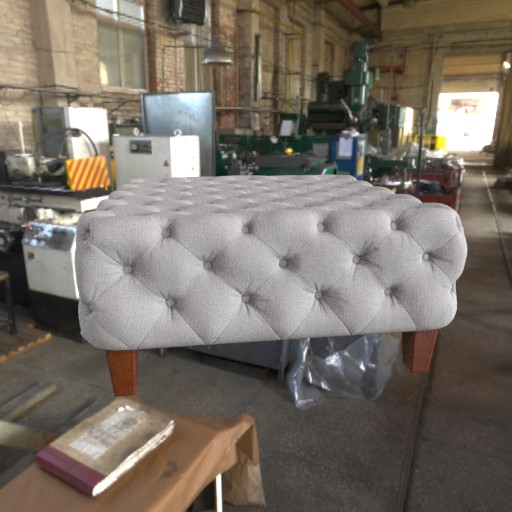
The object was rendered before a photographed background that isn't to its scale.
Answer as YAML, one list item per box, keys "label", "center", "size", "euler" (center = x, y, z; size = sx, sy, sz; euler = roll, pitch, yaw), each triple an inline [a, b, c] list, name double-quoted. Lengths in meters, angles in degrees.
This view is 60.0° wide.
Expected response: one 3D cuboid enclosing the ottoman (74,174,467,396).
- label: "ottoman"
  center: [0.000, 0.000, 1.172]
  size: [0.758, 0.365, 0.764]
  euler: [-2, 16, -8]
